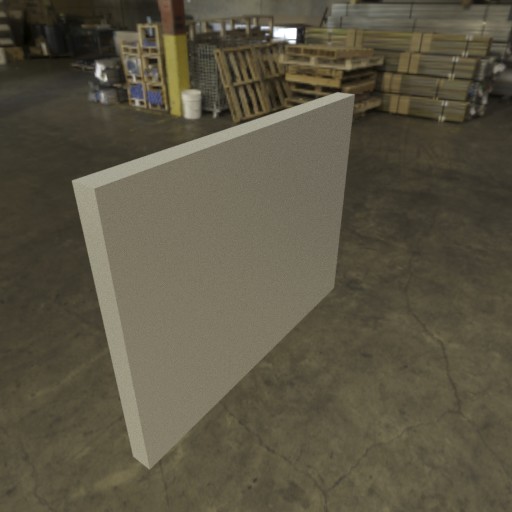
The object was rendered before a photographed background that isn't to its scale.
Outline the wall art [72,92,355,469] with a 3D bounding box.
[{"bbox_3d":[0.000,0.000,1.368,0.066,0.801,1.056,20,36,31],"label":"wall art"}]
